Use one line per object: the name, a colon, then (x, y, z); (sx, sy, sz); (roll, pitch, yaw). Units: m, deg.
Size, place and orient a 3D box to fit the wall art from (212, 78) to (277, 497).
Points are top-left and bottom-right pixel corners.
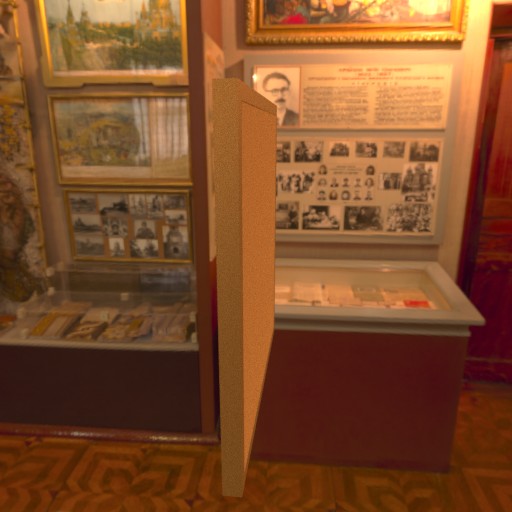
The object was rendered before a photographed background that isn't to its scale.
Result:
wall art: (0.000, 0.000, 2.846); (0.099, 1.926, 1.926); (2, 16, 7)
